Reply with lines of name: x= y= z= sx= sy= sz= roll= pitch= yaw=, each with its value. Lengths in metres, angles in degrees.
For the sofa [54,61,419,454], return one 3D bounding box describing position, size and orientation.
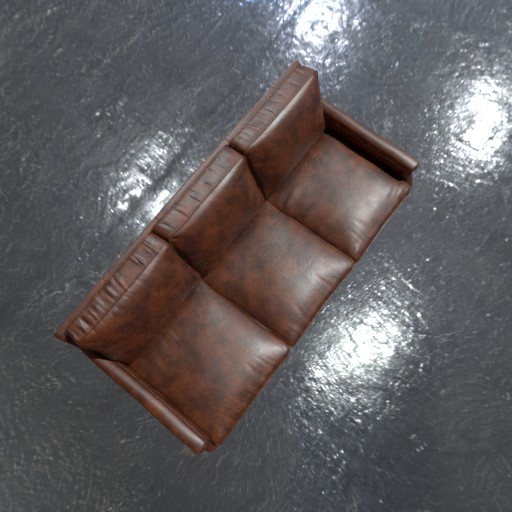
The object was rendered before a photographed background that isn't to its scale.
sofa: x=0.000 y=0.000 z=2.824 sx=1.084 sy=1.003 sz=2.240 roll=37 pitch=79 yaw=9
